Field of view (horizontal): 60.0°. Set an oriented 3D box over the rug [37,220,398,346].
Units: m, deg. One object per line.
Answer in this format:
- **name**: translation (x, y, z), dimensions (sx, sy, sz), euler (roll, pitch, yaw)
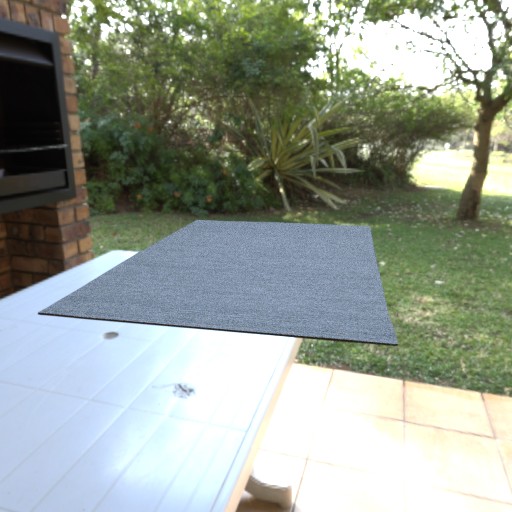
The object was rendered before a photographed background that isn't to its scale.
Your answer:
- **rug**: translation (0.000, 0.000, 3.003), dimensions (1.616, 0.030, 2.338), euler (3, 16, 11)
